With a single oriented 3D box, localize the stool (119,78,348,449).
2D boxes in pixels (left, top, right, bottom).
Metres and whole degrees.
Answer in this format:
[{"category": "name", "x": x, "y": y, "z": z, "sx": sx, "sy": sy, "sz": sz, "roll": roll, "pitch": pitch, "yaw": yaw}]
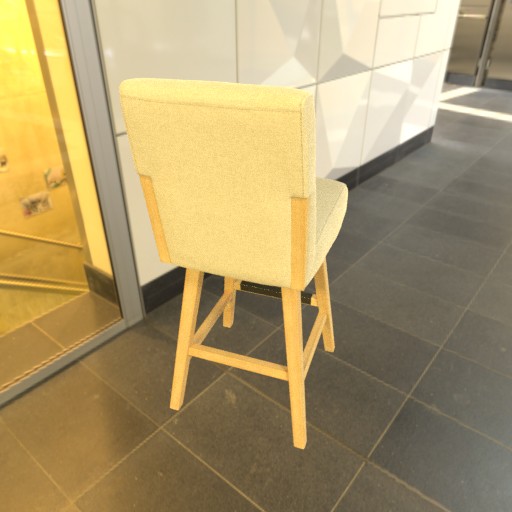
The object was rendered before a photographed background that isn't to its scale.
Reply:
[{"category": "stool", "x": 0.000, "y": 0.000, "z": 1.268, "sx": 0.446, "sy": 1.015, "sz": 0.543, "roll": 11, "pitch": 33, "yaw": 17}]
